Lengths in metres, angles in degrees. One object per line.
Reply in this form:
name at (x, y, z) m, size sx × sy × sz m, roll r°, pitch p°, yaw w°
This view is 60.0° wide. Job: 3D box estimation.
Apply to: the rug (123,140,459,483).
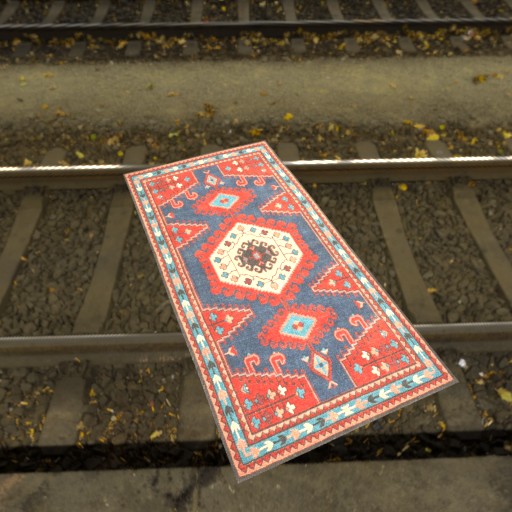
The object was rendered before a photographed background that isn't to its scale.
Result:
rug at (0.000, 0.000, 3.574) m, size 1.522 × 0.034 × 3.032 m, roll -18°, pitch 50°, yaw -16°
